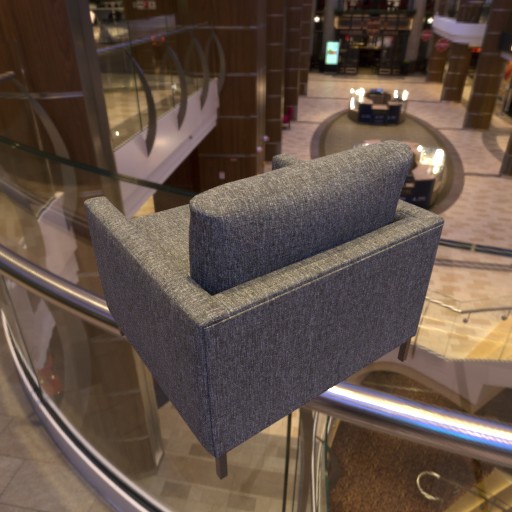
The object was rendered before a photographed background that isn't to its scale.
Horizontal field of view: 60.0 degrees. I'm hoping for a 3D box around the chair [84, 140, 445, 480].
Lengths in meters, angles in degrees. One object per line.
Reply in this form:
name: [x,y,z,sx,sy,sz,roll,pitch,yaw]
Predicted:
chair: [0.000,0.000,1.622,0.963,0.861,0.866,-20,36,-30]
